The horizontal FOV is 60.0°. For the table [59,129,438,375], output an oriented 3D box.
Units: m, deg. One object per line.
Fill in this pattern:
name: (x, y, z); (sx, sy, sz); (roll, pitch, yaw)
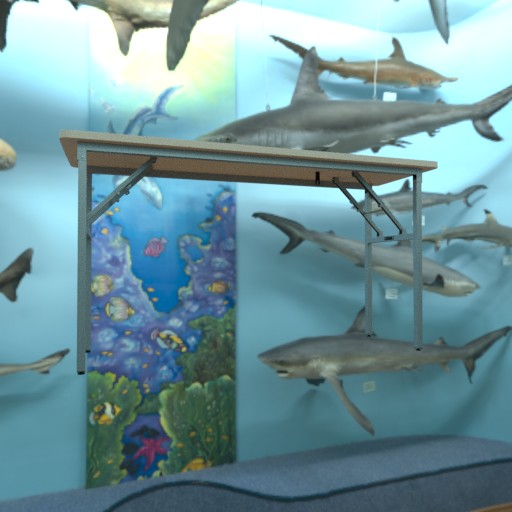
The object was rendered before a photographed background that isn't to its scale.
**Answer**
table: (0.000, 0.000, 1.751); (1.397, 0.750, 0.446); (0, -1, -18)
